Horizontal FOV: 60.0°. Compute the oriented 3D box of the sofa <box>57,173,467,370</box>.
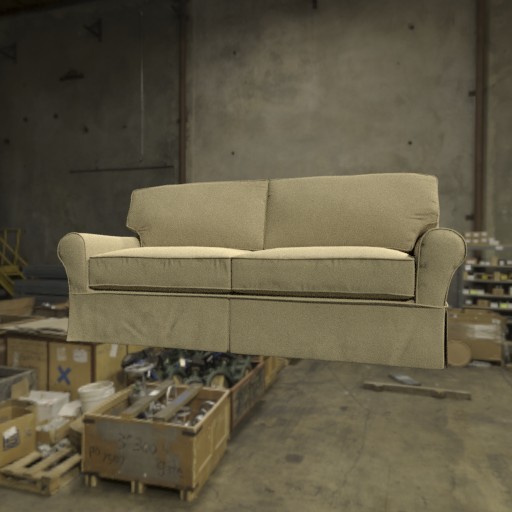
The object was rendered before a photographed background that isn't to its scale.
[{"bbox_3d":[0.000,0.000,2.705,2.246,1.014,0.900,0,1,18],"label":"sofa"}]
